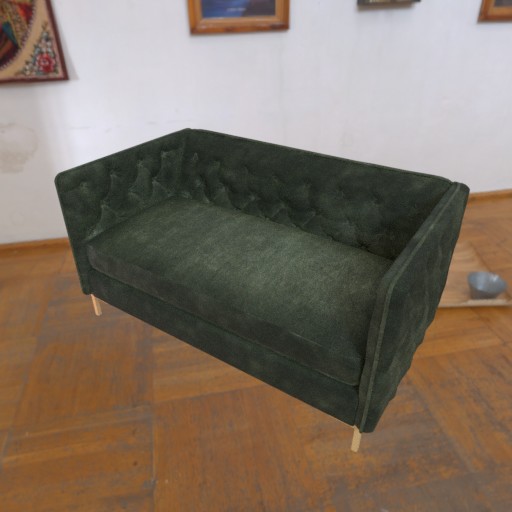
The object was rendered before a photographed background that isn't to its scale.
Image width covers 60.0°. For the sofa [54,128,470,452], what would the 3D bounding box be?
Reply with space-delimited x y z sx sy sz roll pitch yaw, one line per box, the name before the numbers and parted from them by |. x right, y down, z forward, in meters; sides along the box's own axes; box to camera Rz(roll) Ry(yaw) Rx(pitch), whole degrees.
sofa | 0.000 0.000 2.023 1.537 0.768 0.895 19 37 28
